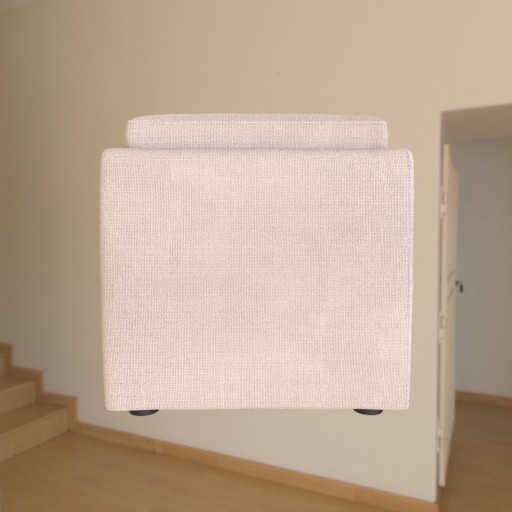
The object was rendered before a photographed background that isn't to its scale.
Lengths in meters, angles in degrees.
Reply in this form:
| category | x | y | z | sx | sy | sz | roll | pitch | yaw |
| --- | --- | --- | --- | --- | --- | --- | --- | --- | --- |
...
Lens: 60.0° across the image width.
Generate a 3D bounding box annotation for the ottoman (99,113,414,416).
| category | x | y | z | sx | sy | sz | roll | pitch | yaw |
| --- | --- | --- | --- | --- | --- | --- | --- | --- | --- |
| ottoman | 0.000 | 0.000 | 0.836 | 0.451 | 0.460 | 0.450 | 0 | 2 | 0 |
